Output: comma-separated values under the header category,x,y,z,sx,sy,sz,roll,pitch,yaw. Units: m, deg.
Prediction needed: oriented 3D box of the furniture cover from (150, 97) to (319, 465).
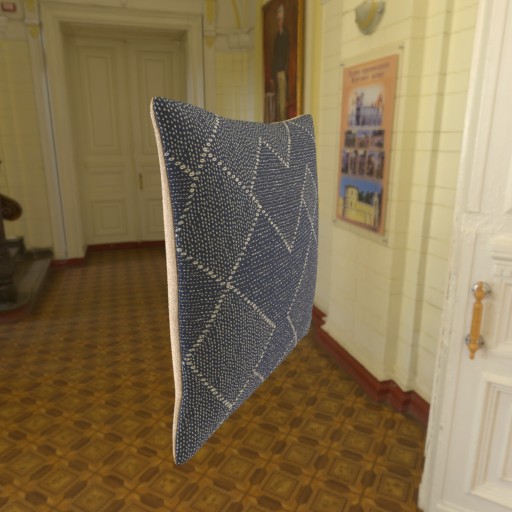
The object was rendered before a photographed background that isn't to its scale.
category,x,y,z,sx,sy,sz,roll,pitch,yaw
furniture cover,0.000,0.000,0.790,0.162,0.503,0.511,8,17,26
